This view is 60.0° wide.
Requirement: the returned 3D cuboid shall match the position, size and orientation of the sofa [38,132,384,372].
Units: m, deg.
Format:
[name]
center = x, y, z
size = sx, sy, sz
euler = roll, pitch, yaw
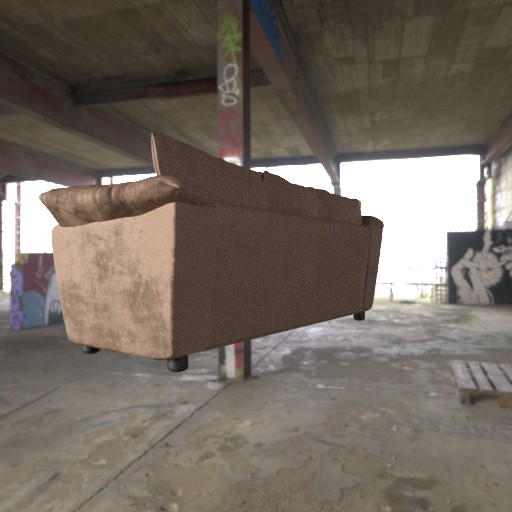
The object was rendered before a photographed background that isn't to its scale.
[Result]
[sofa]
center = 0.000, 0.000, 2.787
size = 0.893, 0.981, 2.377
euler = 0, -1, 36
